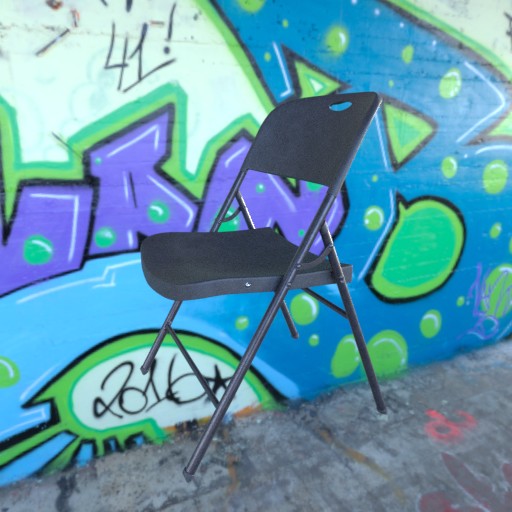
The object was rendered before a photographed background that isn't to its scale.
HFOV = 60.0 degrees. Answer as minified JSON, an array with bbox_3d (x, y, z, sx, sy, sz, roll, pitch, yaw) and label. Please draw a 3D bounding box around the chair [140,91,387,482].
[{"bbox_3d":[0.000,0.000,1.155,0.567,0.810,0.494,-8,19,-24],"label":"chair"}]
